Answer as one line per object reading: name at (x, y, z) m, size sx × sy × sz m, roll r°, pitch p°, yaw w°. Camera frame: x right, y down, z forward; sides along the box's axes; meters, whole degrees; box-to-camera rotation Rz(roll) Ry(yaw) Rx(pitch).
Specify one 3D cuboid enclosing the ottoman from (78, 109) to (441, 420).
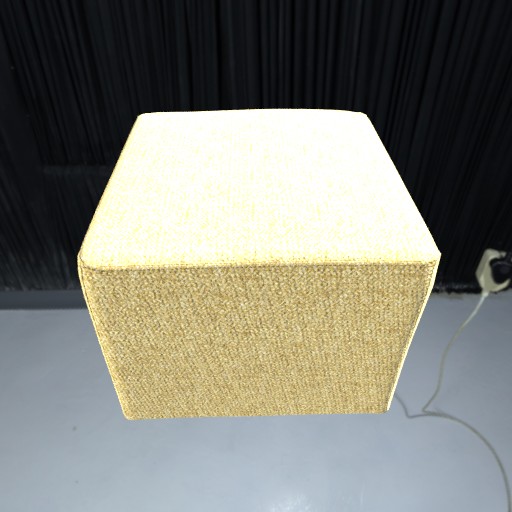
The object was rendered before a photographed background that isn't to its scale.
ottoman at (0.000, 0.000, 0.898) m, size 0.505 × 0.441 × 0.512 m, roll -1°, pitch 40°, yaw -1°
